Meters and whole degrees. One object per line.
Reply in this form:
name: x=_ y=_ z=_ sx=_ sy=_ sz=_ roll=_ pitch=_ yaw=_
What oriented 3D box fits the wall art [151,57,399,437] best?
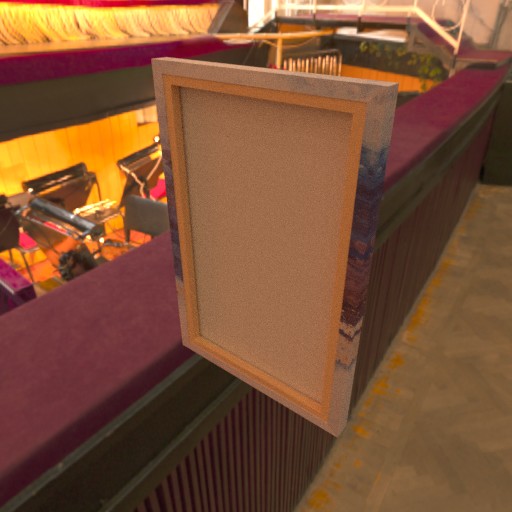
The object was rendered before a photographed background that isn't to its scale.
wall art: x=0.000 y=0.000 z=1.114 sx=0.583 sy=0.874 sz=0.048 roll=22 pitch=37 yaw=32
